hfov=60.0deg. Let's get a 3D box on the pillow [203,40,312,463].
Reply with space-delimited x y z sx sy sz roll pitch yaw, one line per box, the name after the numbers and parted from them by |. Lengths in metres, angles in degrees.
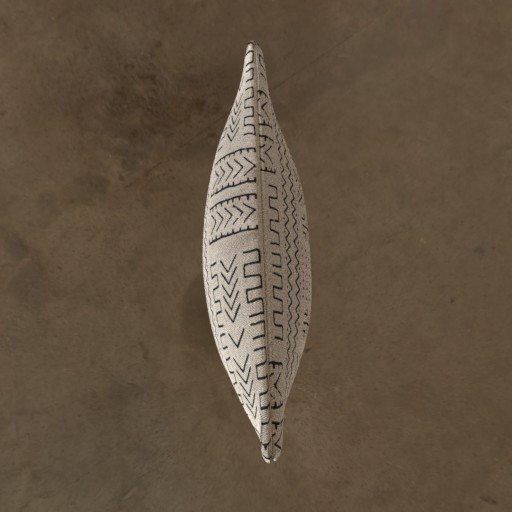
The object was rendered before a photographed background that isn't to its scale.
0.000 0.000 0.794 0.188 0.352 0.637 -2 75 -1 | pillow
